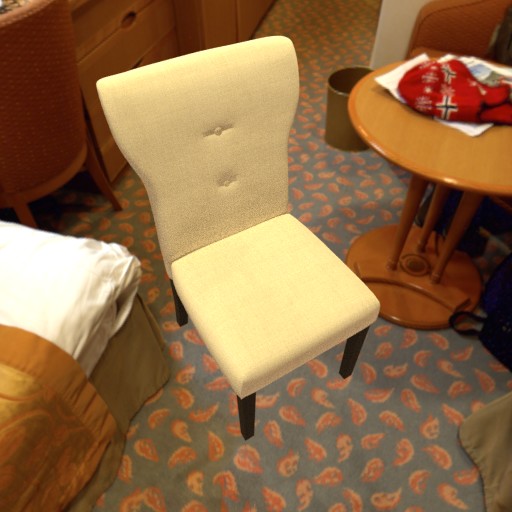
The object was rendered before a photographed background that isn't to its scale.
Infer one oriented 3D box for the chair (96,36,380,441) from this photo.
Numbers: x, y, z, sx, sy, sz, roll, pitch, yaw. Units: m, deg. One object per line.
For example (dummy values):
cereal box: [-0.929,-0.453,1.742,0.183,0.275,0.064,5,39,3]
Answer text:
chair: [0.000,0.000,1.240,0.509,0.921,0.597,-25,52,-21]
